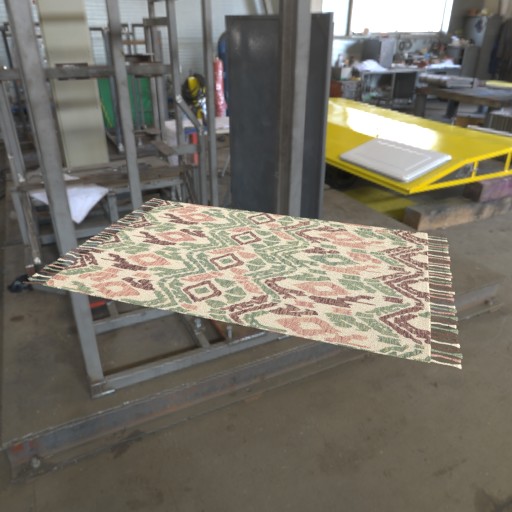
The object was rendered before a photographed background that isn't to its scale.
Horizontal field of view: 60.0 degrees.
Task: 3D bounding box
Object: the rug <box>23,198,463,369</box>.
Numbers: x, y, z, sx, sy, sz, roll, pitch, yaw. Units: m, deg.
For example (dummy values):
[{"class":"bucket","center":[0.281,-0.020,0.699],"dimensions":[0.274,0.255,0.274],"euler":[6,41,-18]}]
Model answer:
[{"class":"rug","center":[0.000,0.000,2.928],"dimensions":[2.438,0.011,1.524],"euler":[9,29,16]}]
